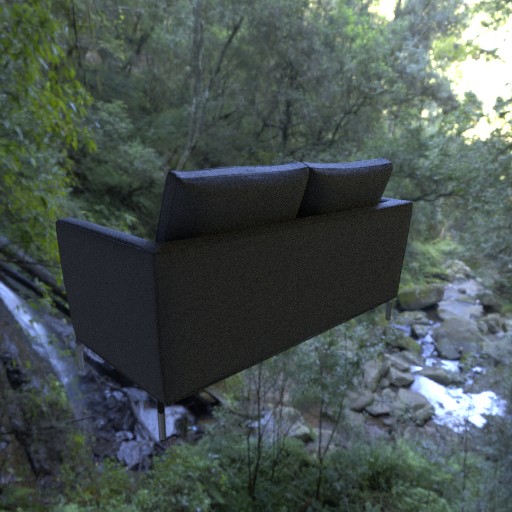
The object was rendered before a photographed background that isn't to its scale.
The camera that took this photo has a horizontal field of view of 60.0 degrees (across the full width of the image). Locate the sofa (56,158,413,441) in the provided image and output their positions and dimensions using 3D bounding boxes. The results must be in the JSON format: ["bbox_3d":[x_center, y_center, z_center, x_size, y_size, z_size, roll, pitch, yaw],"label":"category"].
[{"bbox_3d":[0.000,0.000,2.165,1.594,0.924,0.803,-14,20,-42],"label":"sofa"}]
